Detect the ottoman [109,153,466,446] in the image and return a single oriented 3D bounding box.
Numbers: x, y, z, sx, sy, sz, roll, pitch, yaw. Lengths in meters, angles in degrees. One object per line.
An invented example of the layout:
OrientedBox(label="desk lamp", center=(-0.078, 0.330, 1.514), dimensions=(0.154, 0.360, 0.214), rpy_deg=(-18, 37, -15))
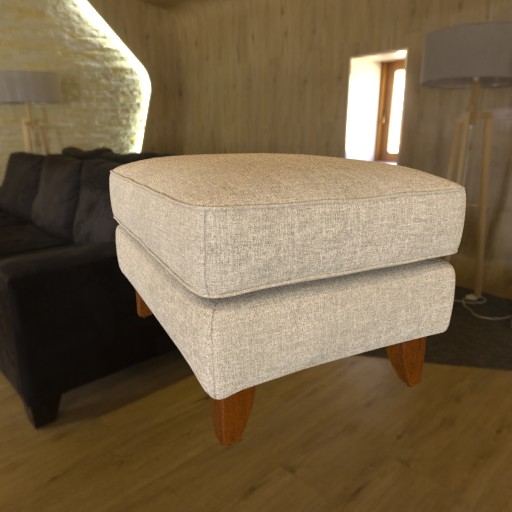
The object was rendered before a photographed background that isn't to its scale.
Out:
OrientedBox(label="ottoman", center=(0.000, 0.000, 1.262), dimensions=(0.661, 0.561, 0.889), rpy_deg=(-8, 18, -26))
